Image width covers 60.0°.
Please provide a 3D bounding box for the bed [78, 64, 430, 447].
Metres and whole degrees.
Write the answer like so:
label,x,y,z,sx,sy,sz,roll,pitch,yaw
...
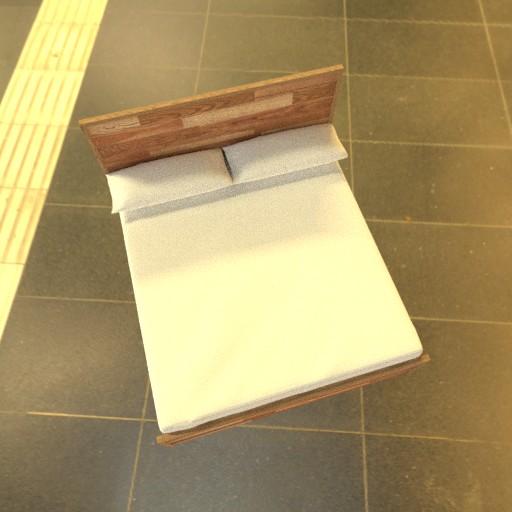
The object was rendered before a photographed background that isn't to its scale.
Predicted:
label,x,y,z,sx,sy,sz,roll,pitch,yaw
bed,0.000,0.000,3.420,2.013,1.295,2.184,-15,65,-7
